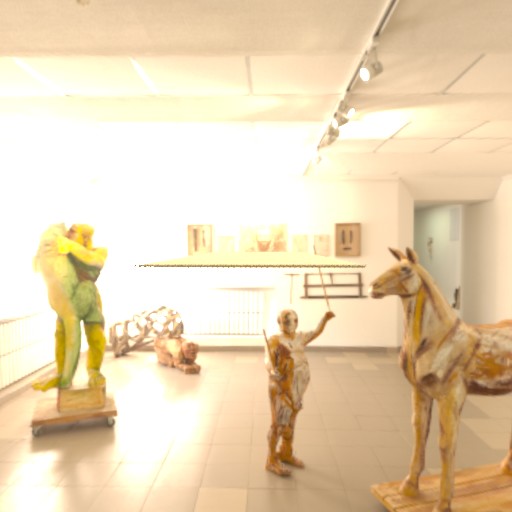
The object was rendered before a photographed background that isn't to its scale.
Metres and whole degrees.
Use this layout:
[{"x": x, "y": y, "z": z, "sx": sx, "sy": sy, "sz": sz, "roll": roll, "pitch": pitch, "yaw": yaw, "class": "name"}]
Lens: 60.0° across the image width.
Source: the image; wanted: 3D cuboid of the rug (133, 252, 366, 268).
[{"x": 0.000, "y": 0.000, "z": 2.772, "sx": 0.795, "sy": 0.015, "sz": 2.544, "roll": 0, "pitch": 2, "yaw": 1, "class": "rug"}]
